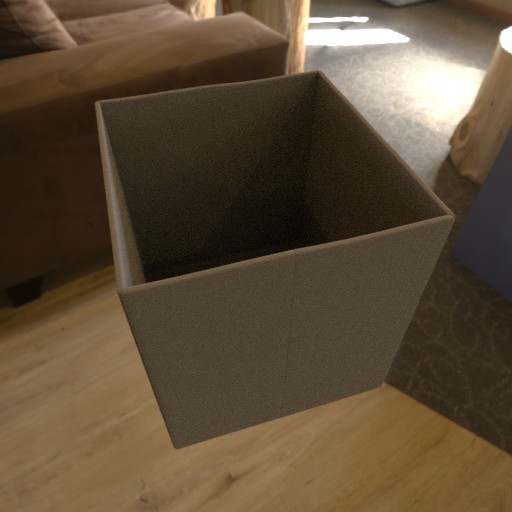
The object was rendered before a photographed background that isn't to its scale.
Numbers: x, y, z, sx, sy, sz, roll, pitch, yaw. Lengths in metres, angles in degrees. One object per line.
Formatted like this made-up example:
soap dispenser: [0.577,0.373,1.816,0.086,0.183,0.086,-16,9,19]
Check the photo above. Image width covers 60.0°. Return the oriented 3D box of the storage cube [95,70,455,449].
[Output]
storage cube: [0.000,0.000,0.498,0.270,0.280,0.270,-13,48,-12]
